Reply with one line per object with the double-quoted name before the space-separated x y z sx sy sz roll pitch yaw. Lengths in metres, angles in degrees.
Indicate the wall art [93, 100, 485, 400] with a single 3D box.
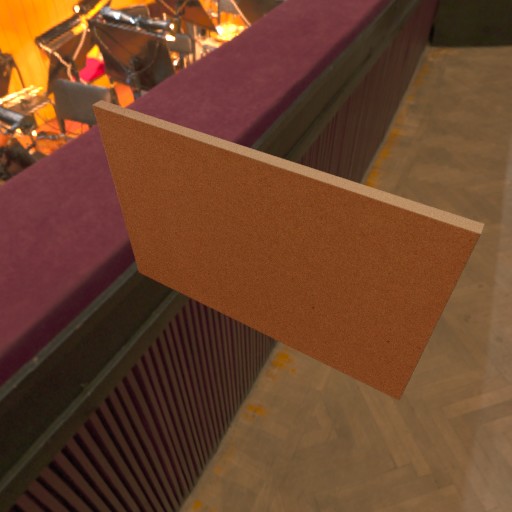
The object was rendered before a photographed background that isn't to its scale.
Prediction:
"wall art" 0.000 0.000 0.772 0.615 0.410 0.021 23 50 21
